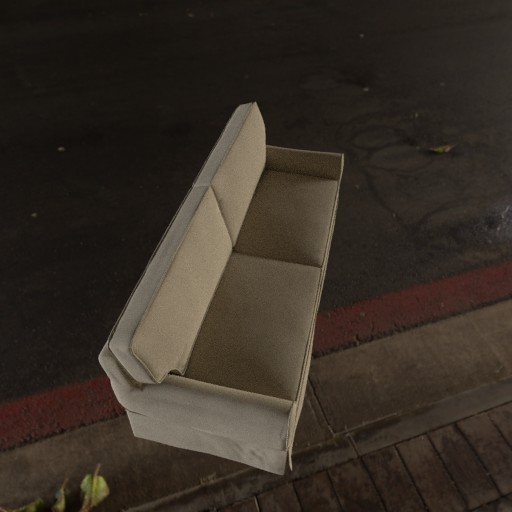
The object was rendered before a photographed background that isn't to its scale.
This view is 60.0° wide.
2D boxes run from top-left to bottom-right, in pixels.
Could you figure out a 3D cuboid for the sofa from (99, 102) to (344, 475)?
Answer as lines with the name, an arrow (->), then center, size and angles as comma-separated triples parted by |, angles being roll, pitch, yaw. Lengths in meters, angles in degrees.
sofa -> 0.000, 0.000, 2.758 | 0.900, 1.014, 2.246 | 10, 47, 10
